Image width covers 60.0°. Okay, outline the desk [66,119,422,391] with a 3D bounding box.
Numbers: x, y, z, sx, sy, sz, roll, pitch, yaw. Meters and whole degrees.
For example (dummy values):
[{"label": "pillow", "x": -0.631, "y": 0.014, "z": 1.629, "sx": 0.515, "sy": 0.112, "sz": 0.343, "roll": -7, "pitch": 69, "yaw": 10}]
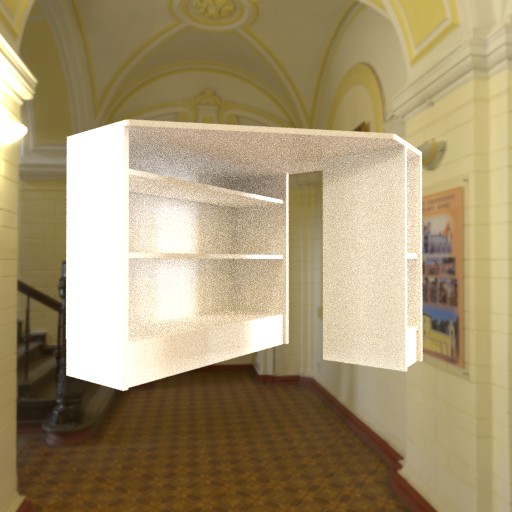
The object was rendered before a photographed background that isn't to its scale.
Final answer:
[{"label": "desk", "x": 0.000, "y": 0.000, "z": 1.630, "sx": 0.926, "sy": 0.818, "sz": 0.940, "roll": 0, "pitch": -1, "yaw": 36}]
